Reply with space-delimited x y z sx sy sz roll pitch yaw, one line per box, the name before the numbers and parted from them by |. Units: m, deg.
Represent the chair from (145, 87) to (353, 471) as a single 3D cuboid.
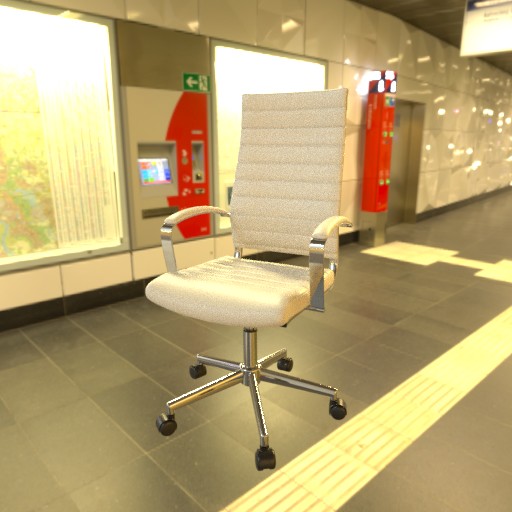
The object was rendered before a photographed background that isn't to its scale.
chair | 0.000 0.000 1.550 0.679 1.149 0.679 7 16 26
